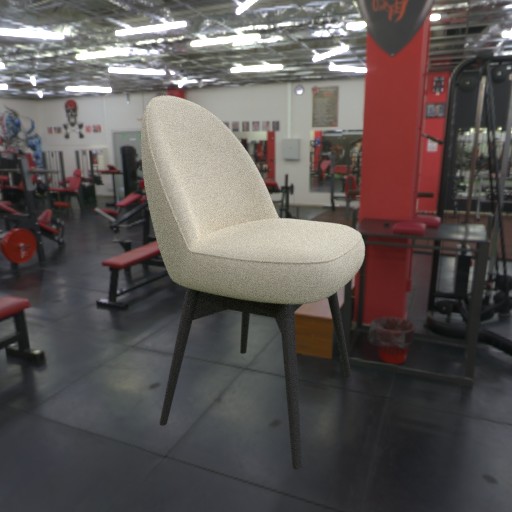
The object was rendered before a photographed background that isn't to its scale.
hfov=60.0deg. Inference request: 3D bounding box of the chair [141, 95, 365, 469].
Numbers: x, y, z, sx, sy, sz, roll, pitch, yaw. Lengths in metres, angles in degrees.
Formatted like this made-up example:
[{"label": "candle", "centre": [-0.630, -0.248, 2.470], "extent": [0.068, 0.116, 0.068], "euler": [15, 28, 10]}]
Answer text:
[{"label": "chair", "centre": [0.000, 0.000, 1.196], "extent": [0.540, 0.838, 0.532], "euler": [7, 15, 25]}]
